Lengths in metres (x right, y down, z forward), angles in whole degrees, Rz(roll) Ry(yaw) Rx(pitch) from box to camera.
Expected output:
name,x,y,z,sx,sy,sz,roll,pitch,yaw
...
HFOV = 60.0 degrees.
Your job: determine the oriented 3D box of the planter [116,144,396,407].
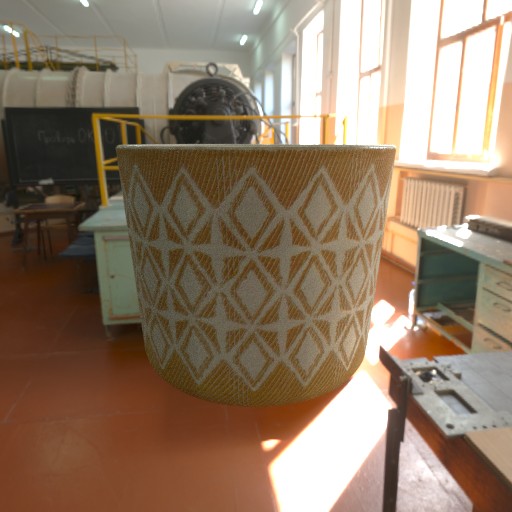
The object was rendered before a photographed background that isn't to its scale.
name,x,y,z,sx,sy,sz,roll,pitch,yaw
planter,0.000,0.000,0.339,0.193,0.165,0.193,0,14,0
